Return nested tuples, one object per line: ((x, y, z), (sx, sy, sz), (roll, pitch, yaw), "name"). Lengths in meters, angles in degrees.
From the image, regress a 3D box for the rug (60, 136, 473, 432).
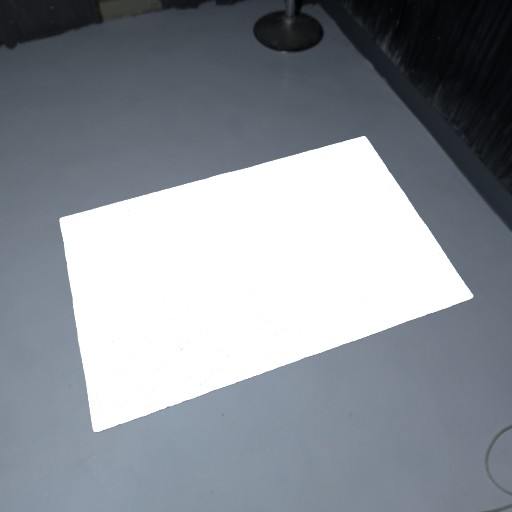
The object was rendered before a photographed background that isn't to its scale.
((0.000, 0.000, 3.012), (2.442, 0.010, 1.546), (-17, 60, -10), "rug")
